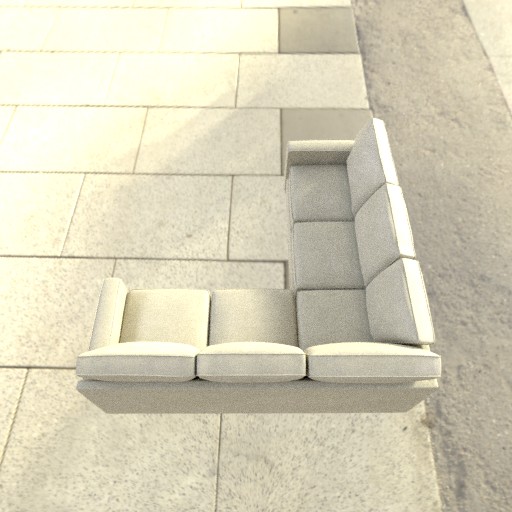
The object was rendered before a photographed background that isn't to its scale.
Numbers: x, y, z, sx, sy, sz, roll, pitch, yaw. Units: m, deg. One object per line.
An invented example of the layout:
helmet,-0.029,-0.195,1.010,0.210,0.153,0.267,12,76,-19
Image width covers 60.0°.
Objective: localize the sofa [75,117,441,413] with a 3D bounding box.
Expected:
sofa,0.000,0.000,3.411,2.211,0.936,2.188,-1,58,0
